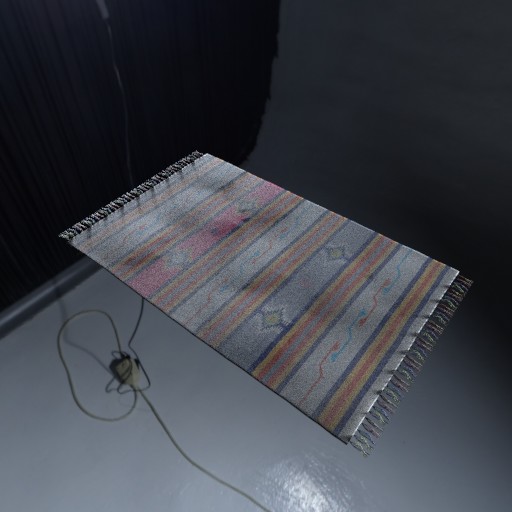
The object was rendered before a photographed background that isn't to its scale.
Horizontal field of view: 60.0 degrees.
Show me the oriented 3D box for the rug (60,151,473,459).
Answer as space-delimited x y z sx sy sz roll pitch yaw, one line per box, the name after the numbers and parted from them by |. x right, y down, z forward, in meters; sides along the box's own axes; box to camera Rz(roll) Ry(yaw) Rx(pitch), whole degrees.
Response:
0.000 0.000 2.246 1.849 0.013 1.084 30 52 26 | rug
